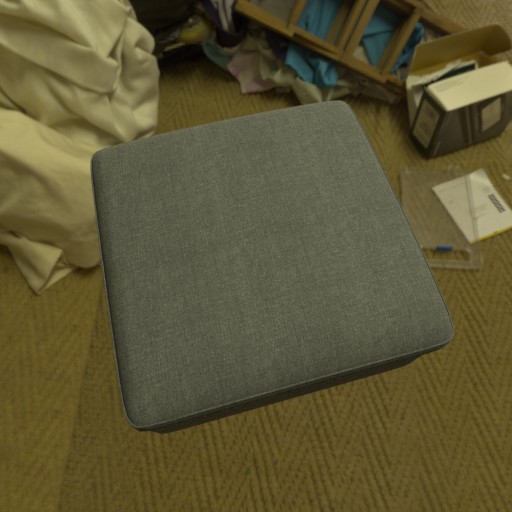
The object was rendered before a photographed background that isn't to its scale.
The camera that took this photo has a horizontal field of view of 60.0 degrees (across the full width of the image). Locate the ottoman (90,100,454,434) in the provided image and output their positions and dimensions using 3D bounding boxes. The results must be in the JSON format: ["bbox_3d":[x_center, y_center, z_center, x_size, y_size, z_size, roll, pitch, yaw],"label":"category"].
[{"bbox_3d":[0.000,0.000,1.706,1.067,0.559,1.067,-14,66,-6],"label":"ottoman"}]
